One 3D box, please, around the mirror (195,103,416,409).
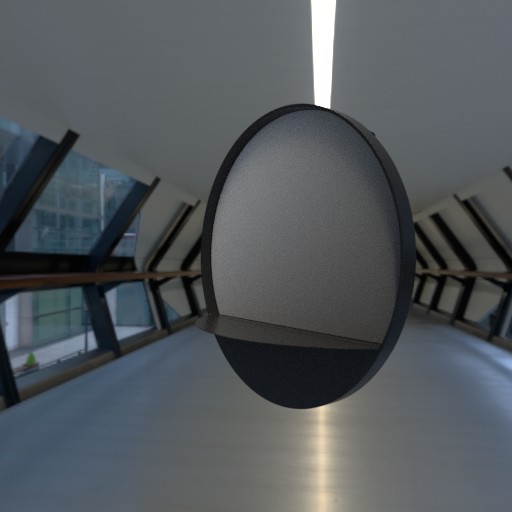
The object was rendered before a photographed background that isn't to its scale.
[{"bbox_3d":[0.000,0.000,0.664,0.133,0.457,0.457,0,-1,-37],"label":"mirror"}]
